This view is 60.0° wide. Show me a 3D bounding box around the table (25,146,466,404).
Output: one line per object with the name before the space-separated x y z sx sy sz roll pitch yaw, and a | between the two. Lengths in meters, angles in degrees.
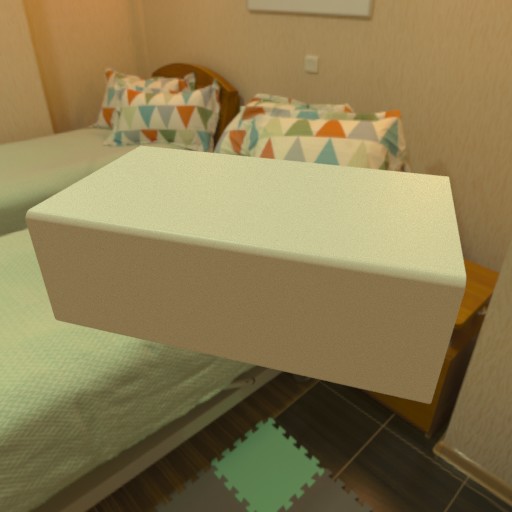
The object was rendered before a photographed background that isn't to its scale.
table | 0.000 0.000 1.413 1.097 0.442 0.639 9 32 15
